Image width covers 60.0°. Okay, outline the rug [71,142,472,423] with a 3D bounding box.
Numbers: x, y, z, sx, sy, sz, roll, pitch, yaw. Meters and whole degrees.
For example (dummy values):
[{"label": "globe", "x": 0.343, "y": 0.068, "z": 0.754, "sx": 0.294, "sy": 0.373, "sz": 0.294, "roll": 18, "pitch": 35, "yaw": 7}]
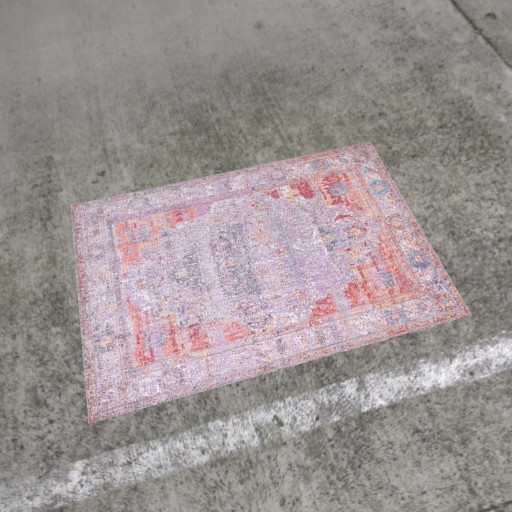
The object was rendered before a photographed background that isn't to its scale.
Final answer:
[{"label": "rug", "x": 0.000, "y": 0.000, "z": 2.324, "sx": 1.829, "sy": 0.005, "sz": 1.219, "roll": -14, "pitch": 59, "yaw": -8}]
